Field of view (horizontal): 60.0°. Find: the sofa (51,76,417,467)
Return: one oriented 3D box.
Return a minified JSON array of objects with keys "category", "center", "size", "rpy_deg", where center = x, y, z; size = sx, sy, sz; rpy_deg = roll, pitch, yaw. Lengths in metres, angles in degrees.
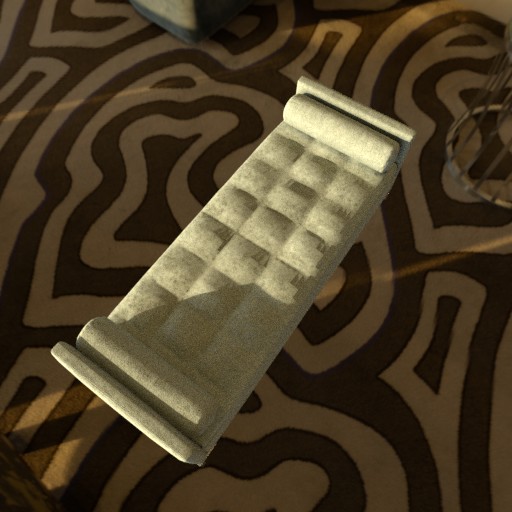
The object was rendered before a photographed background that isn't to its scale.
[{"category":"sofa","center":[0.000,0.000,2.507],"size":[0.797,0.657,2.102],"rpy_deg":[32,68,15]}]
